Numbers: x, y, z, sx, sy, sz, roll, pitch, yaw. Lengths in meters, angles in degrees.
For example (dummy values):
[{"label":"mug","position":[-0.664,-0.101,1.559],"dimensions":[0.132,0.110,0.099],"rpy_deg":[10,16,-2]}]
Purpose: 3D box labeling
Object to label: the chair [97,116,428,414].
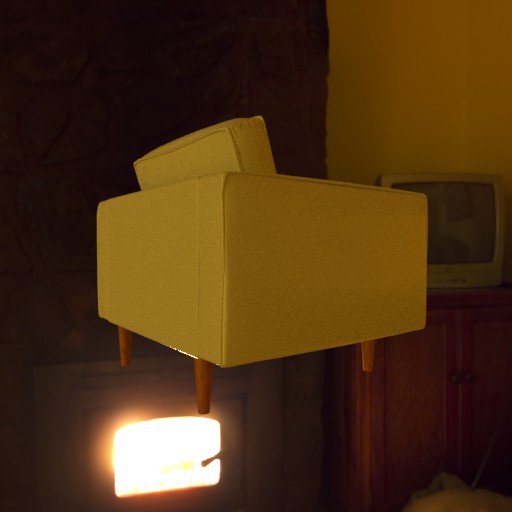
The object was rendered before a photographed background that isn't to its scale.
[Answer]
[{"label":"chair","position":[0.000,0.000,1.560],"dimensions":[0.843,0.773,0.928],"rpy_deg":[-1,2,-37]}]
